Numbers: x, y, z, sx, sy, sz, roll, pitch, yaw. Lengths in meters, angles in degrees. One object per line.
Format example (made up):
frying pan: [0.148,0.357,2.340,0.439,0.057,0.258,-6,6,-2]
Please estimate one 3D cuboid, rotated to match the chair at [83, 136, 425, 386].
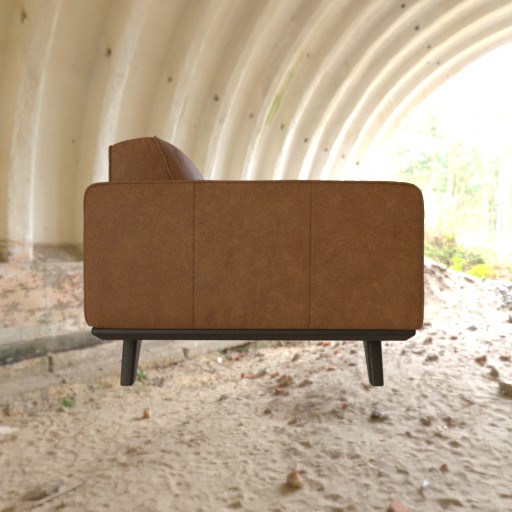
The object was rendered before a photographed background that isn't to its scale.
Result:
chair: [0.000,0.000,1.737,0.952,0.782,1.118,0,0,0]
